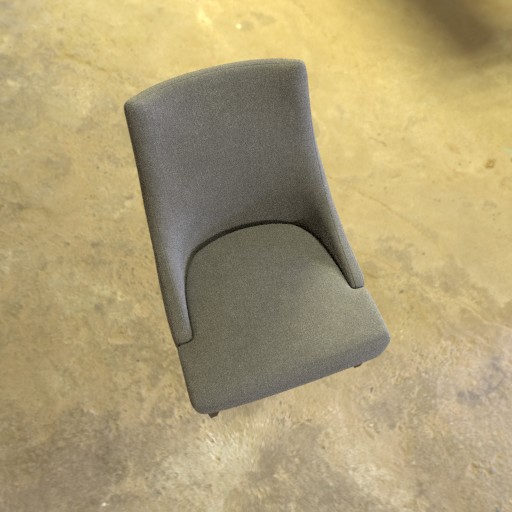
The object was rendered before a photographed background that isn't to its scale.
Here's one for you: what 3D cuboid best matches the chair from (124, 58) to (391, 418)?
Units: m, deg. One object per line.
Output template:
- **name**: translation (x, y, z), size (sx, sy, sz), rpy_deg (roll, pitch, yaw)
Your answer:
- **chair**: translation (0.000, 0.000, 1.522), size (0.701, 0.909, 0.861), rpy_deg (-17, 64, -8)
